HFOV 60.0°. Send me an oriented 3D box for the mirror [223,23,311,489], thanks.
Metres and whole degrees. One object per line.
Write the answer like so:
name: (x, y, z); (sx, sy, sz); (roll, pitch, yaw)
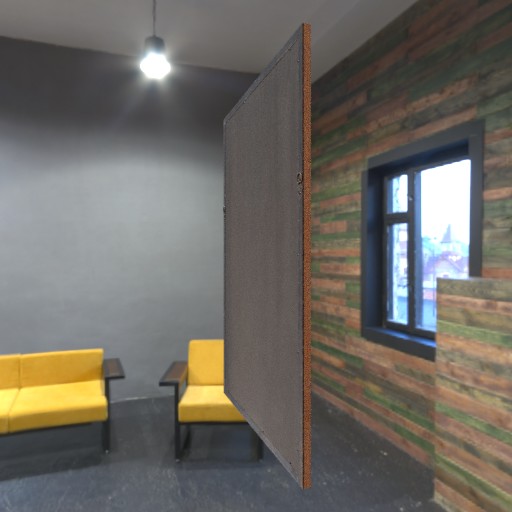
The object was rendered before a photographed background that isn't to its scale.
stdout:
mirror: (0.000, 0.000, 1.283); (0.025, 0.996, 0.705); (0, 0, -18)
